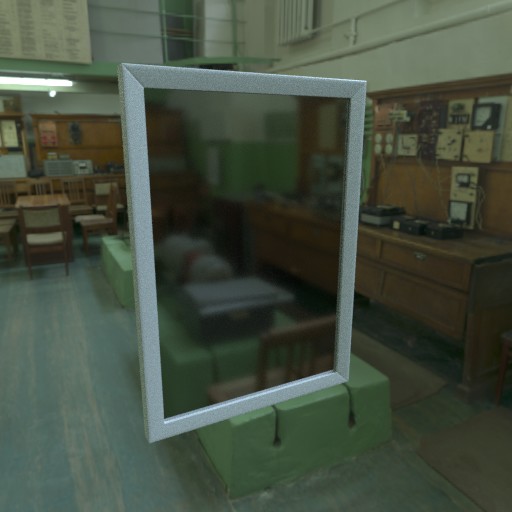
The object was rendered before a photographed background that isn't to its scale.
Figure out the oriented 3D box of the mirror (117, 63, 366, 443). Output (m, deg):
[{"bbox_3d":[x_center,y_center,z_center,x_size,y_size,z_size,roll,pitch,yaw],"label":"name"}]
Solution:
[{"bbox_3d":[0.000,0.000,0.931,0.507,0.710,0.040,-8,17,-27],"label":"mirror"}]
